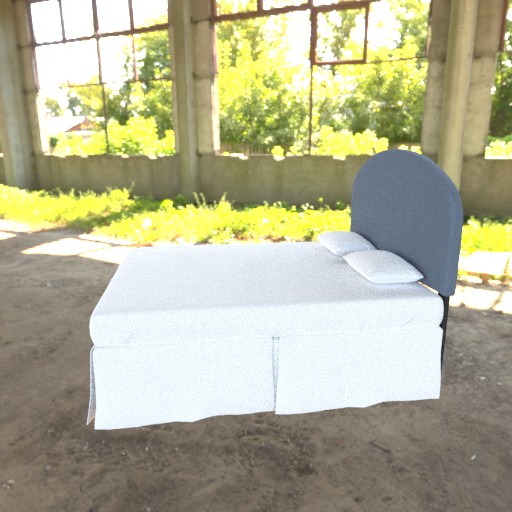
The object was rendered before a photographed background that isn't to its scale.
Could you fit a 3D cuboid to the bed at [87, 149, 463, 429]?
[{"bbox_3d":[0.000,0.000,3.008,2.005,1.410,1.607,-2,14,-8],"label":"bed"}]
